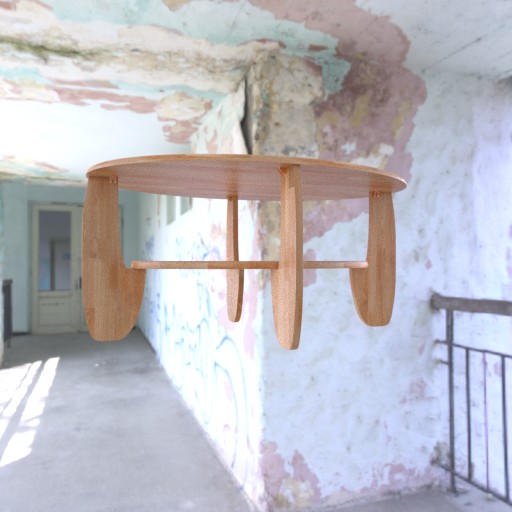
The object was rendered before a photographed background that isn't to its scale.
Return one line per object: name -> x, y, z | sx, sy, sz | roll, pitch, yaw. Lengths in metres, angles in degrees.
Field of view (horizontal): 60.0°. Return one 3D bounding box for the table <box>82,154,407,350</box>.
table -> 0.000, 0.000, 1.422 | 1.040, 0.490, 0.690 | 0, -1, -18
